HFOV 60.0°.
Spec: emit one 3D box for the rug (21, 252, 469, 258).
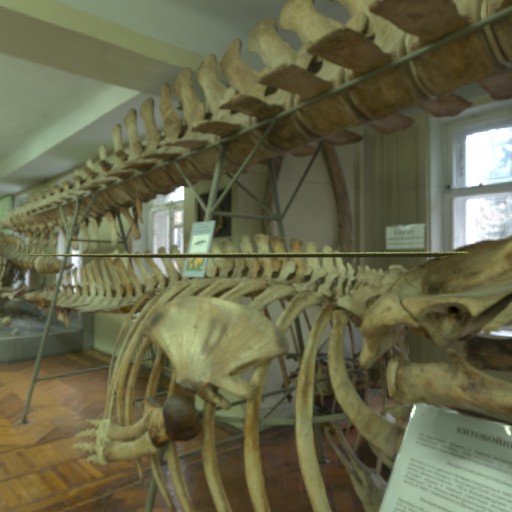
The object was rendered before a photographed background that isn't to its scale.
[{"bbox_3d":[0.000,0.000,2.865,2.297,0.007,1.529,0,-1,18],"label":"rug"}]
